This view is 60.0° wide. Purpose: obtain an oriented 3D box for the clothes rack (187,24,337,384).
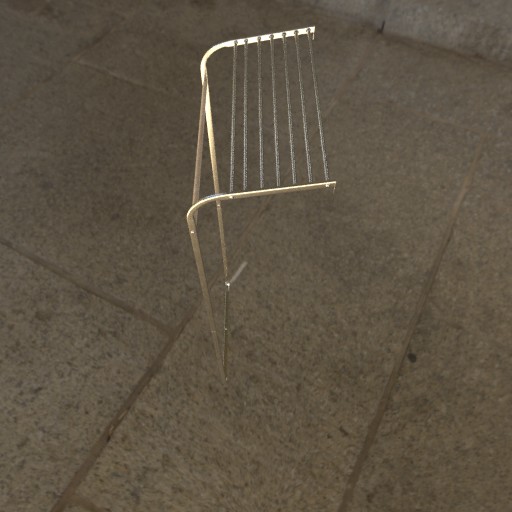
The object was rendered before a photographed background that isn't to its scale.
[{"bbox_3d":[0.000,0.000,1.798,0.349,1.574,0.609,0,58,0],"label":"clothes rack"}]
